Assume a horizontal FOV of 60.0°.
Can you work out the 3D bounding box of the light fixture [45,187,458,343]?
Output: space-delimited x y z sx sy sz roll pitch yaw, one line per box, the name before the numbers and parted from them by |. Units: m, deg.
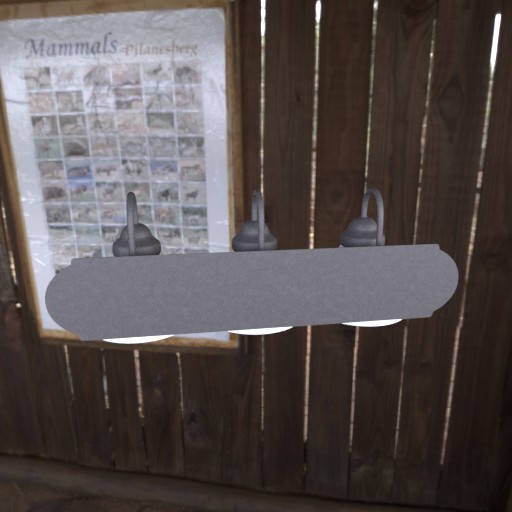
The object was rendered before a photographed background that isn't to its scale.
light fixture | 0.000 0.000 0.735 0.610 0.222 0.199 -2 15 -9
